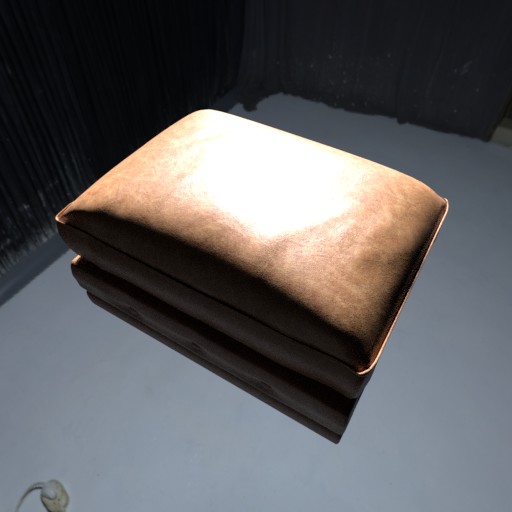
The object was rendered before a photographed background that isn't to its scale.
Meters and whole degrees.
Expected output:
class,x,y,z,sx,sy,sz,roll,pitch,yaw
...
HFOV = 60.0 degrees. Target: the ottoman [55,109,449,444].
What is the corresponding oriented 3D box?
class,x,y,z,sx,sy,sz,roll,pitch,yaw
ottoman,0.000,0.000,1.065,0.710,0.480,0.533,24,52,20
